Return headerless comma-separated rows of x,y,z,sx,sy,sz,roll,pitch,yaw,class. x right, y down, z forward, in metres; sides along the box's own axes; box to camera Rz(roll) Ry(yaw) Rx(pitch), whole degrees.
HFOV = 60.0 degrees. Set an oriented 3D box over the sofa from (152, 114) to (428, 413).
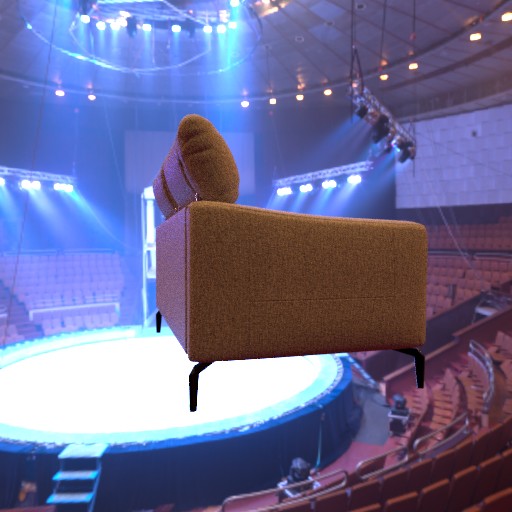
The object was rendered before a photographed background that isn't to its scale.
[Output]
0.000,0.000,2.155,0.905,0.950,1.540,0,1,-17,sofa
